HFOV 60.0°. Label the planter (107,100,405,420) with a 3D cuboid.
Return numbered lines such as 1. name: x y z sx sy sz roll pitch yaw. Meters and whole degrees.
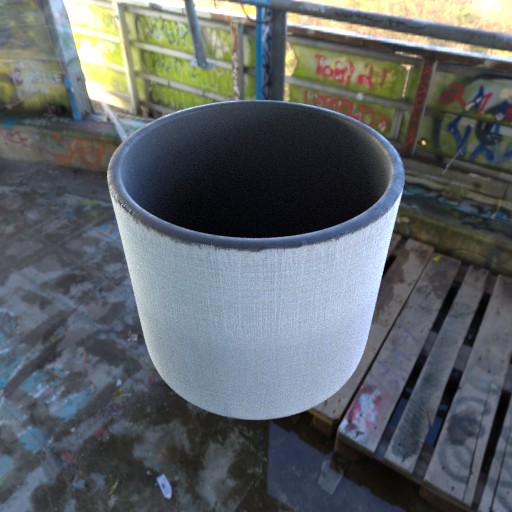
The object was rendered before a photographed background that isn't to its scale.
1. planter: 0.000 0.000 0.396 0.221 0.201 0.221 0 41 0
